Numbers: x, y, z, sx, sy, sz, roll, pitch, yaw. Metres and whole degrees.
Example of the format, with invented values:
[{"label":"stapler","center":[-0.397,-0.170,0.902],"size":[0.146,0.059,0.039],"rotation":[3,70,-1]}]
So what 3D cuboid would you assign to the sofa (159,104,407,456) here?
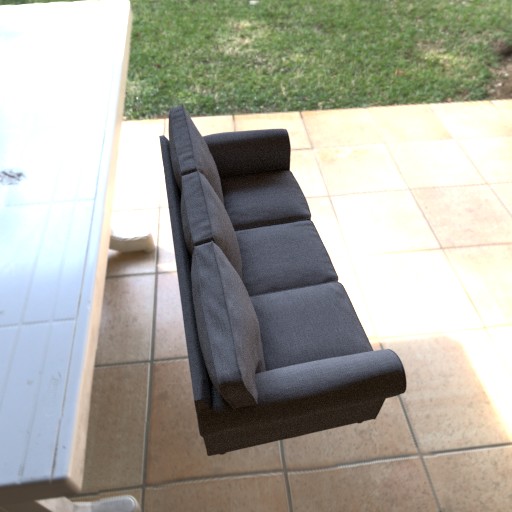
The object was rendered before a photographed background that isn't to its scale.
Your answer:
[{"label":"sofa","center":[0.000,0.000,2.620],"size":[0.916,0.961,2.084],"rotation":[-9,48,-8]}]
